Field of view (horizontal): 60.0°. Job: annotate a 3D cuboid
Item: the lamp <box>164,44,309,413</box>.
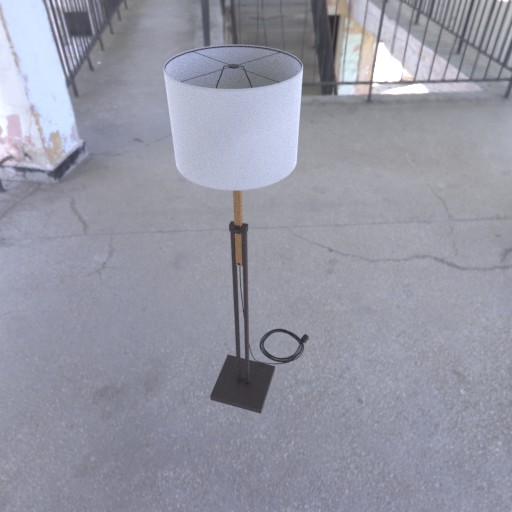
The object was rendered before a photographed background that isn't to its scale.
[{"bbox_3d":[0.000,0.000,1.912,0.474,1.650,0.639,11,42,13],"label":"lamp"}]
